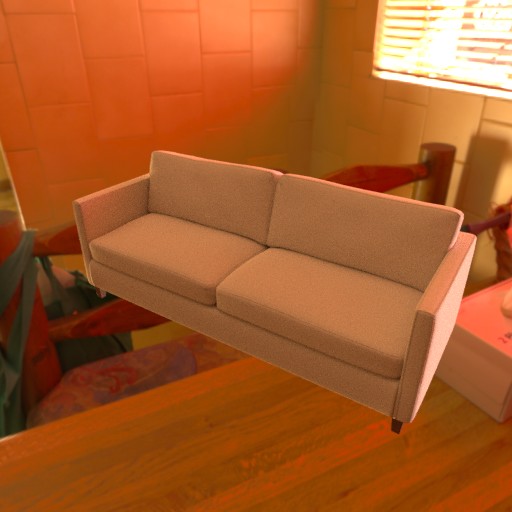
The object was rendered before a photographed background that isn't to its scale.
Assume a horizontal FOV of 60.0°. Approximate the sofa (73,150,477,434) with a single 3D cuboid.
[{"bbox_3d":[0.000,0.000,2.819,2.361,0.962,0.951,17,33,29],"label":"sofa"}]
